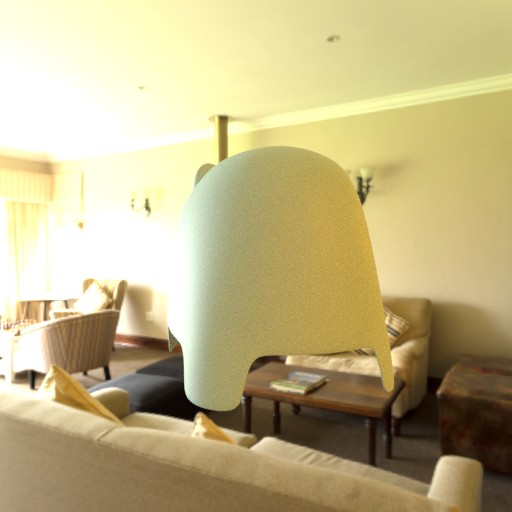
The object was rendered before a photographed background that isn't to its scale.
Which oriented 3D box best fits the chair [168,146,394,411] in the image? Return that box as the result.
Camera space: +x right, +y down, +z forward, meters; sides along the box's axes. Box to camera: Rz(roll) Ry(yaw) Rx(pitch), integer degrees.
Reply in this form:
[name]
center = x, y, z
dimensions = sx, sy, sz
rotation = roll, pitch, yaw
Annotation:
[chair]
center = 0.000, 0.000, 0.912
dimensions = 0.364, 0.423, 0.619
rotation = 0, 1, -18
